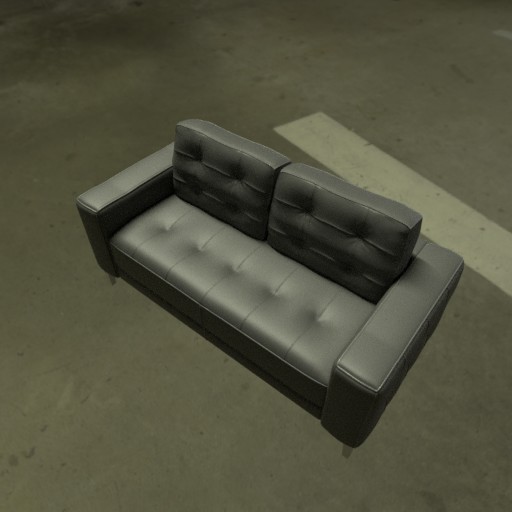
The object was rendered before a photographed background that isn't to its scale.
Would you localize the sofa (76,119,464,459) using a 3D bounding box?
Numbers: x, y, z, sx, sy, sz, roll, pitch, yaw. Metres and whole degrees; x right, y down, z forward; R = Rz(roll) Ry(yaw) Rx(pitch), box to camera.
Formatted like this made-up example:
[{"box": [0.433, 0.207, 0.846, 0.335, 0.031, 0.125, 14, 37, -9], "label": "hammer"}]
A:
[{"box": [0.000, 0.000, 2.201, 1.726, 0.892, 0.833, 29, 52, 26], "label": "sofa"}]
